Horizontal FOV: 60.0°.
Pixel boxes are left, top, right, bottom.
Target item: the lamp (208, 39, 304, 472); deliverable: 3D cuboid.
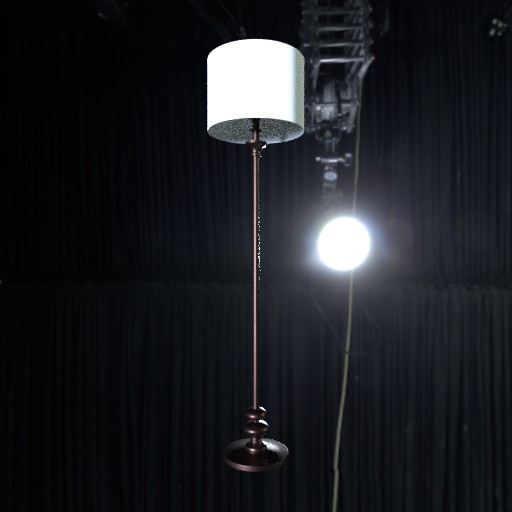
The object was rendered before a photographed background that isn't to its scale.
[{"bbox_3d":[0.000,0.000,1.647,0.356,1.487,0.356,0,0,-1],"label":"lamp"}]
